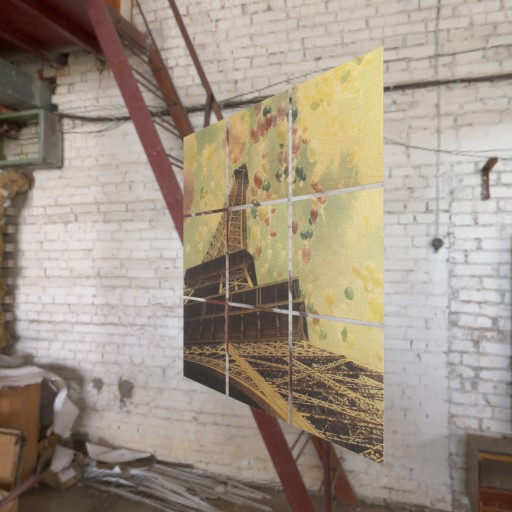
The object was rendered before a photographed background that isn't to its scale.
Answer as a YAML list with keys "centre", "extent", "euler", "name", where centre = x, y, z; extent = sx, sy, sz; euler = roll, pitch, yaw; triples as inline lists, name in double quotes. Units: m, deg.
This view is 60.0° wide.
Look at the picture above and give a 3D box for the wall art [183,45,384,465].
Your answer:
- centre: [0.000, 0.000, 2.193]
  extent: [0.002, 1.505, 1.517]
  euler: [0, -1, -37]
  name: "wall art"
